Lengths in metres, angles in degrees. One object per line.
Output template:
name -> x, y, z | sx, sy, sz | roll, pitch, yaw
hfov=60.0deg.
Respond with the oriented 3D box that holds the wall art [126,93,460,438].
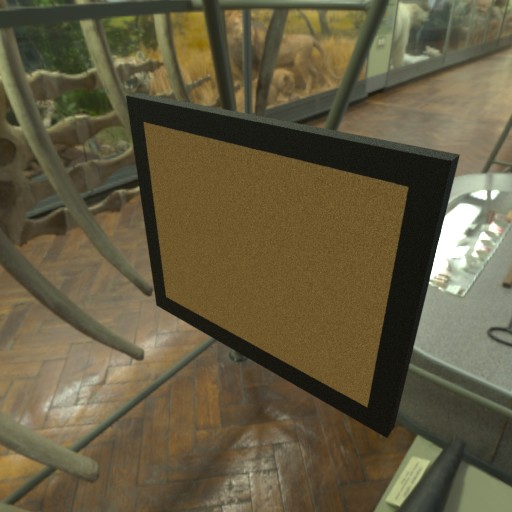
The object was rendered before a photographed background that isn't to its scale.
wall art -> 0.000, 0.000, 0.752 | 0.561, 0.460, 0.028 | 22, 37, 32
